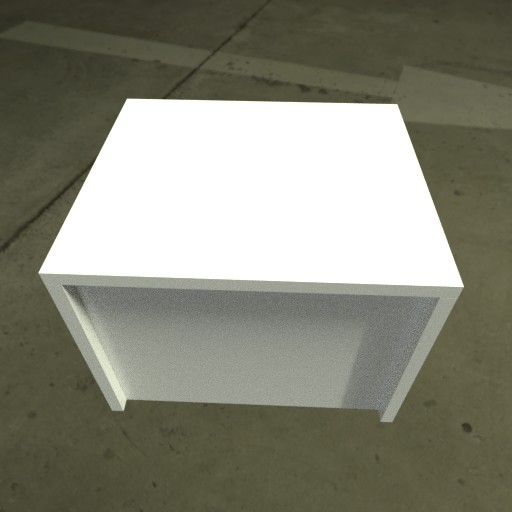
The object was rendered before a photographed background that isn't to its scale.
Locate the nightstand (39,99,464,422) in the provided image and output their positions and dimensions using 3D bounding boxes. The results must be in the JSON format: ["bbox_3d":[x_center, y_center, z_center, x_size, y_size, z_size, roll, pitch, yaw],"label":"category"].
[{"bbox_3d":[0.000,0.000,0.756,0.470,0.351,0.408,2,46,2],"label":"nightstand"}]
